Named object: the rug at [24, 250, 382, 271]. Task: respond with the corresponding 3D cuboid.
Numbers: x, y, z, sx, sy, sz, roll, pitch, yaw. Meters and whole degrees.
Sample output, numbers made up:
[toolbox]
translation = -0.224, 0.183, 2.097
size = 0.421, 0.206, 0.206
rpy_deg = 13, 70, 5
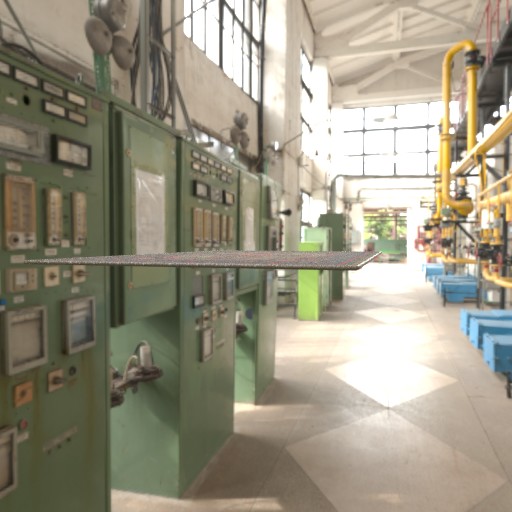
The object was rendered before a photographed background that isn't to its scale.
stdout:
[rug]
translation = 0.000, 0.000, 2.193
size = 1.144, 0.014, 1.748
rpy_deg = 1, 2, 18
